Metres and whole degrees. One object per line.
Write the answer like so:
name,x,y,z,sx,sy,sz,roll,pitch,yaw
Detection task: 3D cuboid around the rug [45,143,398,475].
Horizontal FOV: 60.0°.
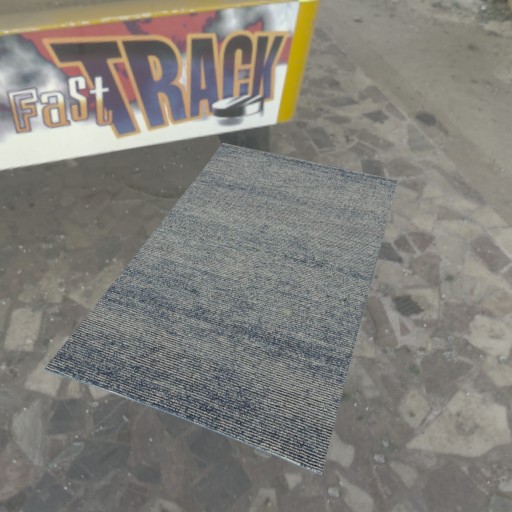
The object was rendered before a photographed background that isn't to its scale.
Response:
rug,0.000,0.000,2.208,1.145,0.021,1.777,15,48,14
